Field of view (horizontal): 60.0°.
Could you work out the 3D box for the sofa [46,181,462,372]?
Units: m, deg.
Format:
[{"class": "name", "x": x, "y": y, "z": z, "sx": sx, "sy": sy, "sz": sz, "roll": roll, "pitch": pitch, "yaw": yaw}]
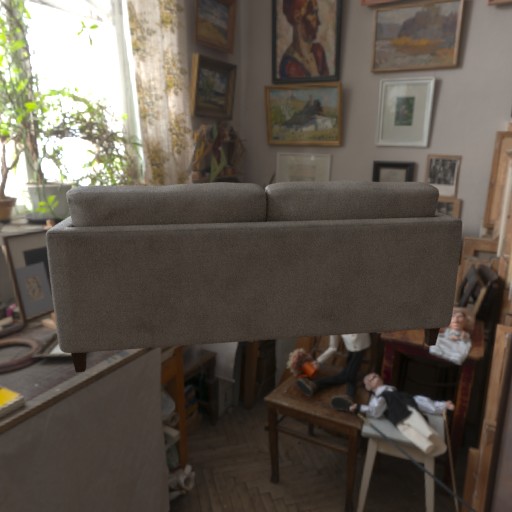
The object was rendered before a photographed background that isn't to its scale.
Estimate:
[{"class": "sofa", "x": 0.000, "y": 0.000, "z": 2.783, "sx": 2.208, "sy": 0.965, "sz": 0.951, "roll": -2, "pitch": 15, "yaw": -9}]
